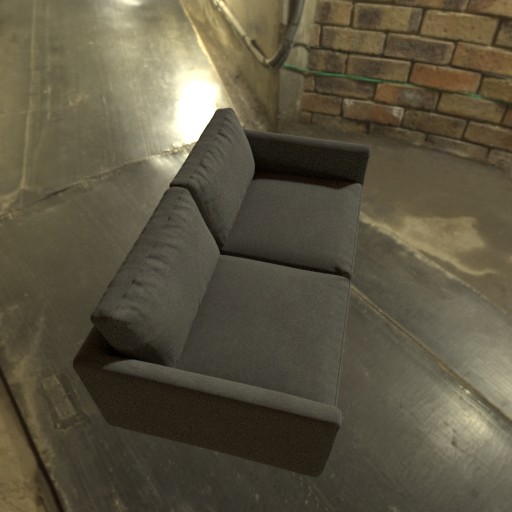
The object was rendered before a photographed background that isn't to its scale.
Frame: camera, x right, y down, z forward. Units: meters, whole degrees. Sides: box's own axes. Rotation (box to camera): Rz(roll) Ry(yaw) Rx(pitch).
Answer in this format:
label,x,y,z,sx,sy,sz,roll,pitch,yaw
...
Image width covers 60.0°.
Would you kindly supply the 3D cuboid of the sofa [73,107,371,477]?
label,x,y,z,sx,sy,sz,roll,pitch,yaw
sofa,0.000,0.000,2.472,1.091,0.845,1.909,10,47,9
